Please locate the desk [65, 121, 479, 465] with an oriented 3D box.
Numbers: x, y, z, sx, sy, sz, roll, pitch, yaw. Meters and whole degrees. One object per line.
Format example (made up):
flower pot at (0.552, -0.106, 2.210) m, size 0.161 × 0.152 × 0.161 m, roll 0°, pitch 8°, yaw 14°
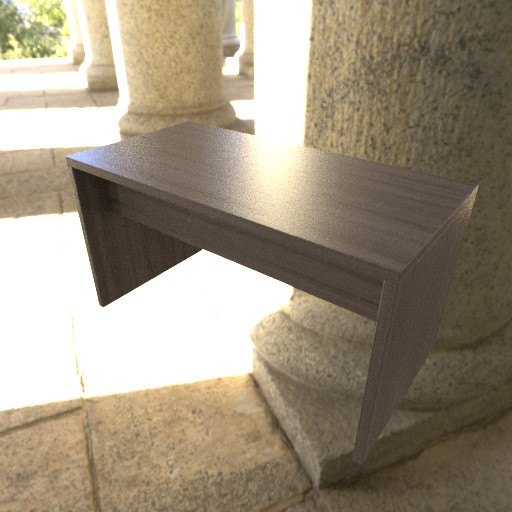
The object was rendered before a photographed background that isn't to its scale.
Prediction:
desk at (0.000, 0.000, 1.825) m, size 1.380 × 0.745 × 0.690 m, roll 22°, pitch 37°, yaw 31°
